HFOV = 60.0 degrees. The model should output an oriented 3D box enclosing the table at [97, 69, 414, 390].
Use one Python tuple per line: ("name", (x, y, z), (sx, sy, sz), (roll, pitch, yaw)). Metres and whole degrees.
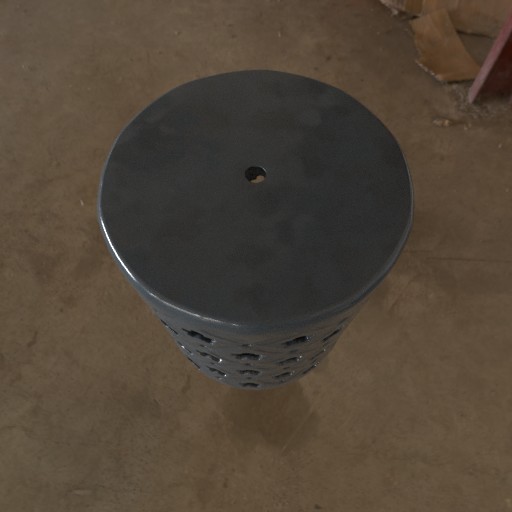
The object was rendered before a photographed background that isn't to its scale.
("table", (0.000, 0.000, 0.655), (0.352, 0.387, 0.352), (0, 62, 0))
